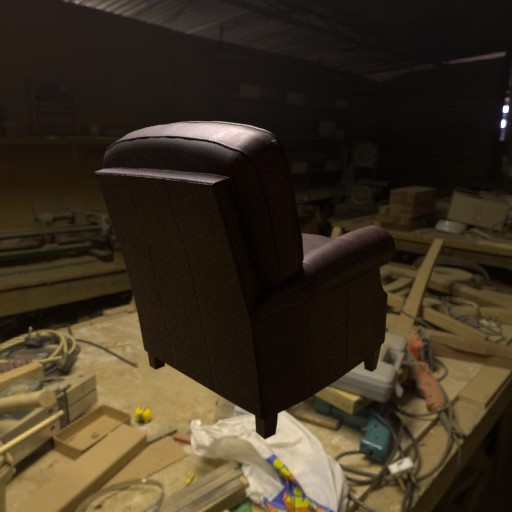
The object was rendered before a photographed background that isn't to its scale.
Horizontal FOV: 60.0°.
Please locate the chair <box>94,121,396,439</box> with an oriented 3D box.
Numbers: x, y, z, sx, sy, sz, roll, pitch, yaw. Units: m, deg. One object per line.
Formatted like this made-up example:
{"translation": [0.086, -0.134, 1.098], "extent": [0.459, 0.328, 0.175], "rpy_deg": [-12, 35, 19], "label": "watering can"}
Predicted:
{"translation": [0.000, 0.000, 1.792], "extent": [0.936, 1.018, 0.986], "rpy_deg": [14, 19, 43], "label": "chair"}
